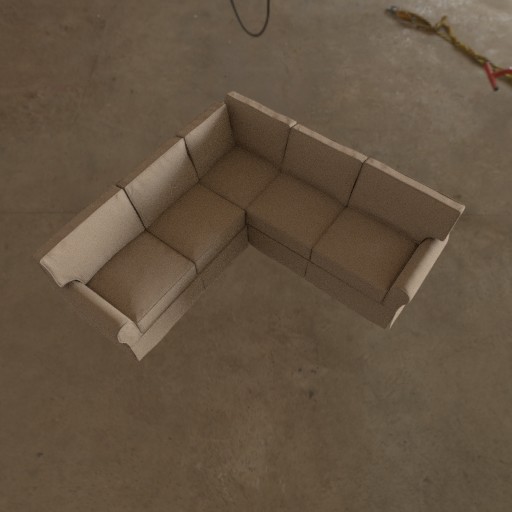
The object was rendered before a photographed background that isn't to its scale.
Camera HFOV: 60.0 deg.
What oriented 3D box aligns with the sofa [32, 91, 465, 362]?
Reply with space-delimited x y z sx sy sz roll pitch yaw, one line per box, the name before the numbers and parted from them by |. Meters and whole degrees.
sofa | 0.000 0.000 4.137 2.733 1.124 2.730 32 63 19
